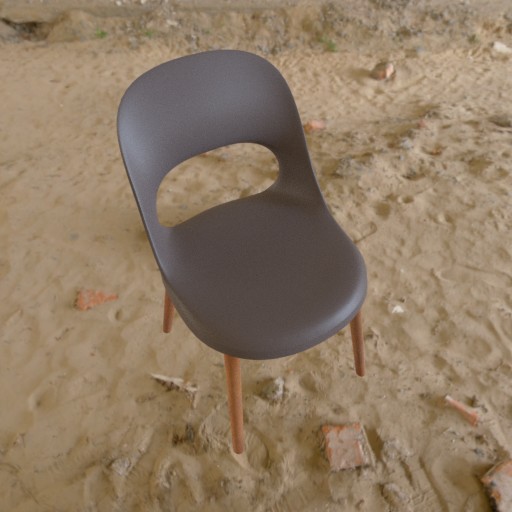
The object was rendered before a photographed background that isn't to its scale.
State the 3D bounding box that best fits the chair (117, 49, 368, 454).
[{"bbox_3d":[0.000,0.000,1.101,0.470,0.794,0.556,-24,51,-21],"label":"chair"}]
